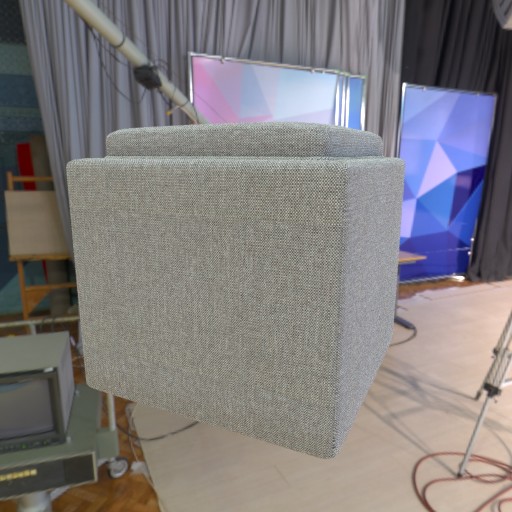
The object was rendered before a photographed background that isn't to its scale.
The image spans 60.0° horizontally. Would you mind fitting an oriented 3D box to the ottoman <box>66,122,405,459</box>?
[{"bbox_3d":[0.000,0.000,0.819,0.450,0.460,0.450,6,14,25],"label":"ottoman"}]
